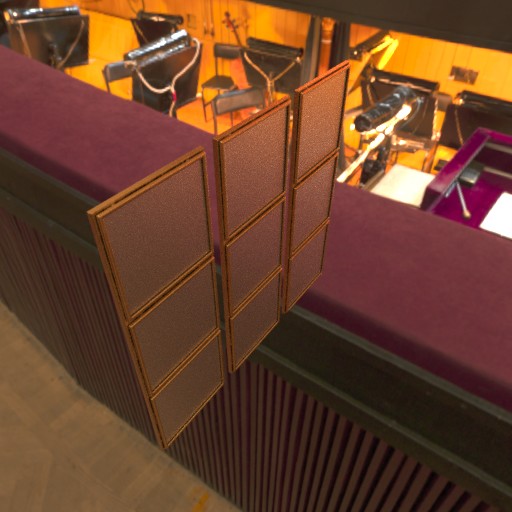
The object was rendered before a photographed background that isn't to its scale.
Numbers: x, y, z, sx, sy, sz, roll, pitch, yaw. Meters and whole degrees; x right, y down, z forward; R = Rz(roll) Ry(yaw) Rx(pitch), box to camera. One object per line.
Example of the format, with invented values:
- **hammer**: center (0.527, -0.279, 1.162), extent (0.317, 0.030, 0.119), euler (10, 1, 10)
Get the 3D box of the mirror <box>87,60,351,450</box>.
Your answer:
- **mirror**: center (0.000, 0.000, 1.407), extent (0.023, 0.926, 1.011), euler (26, 48, 26)
